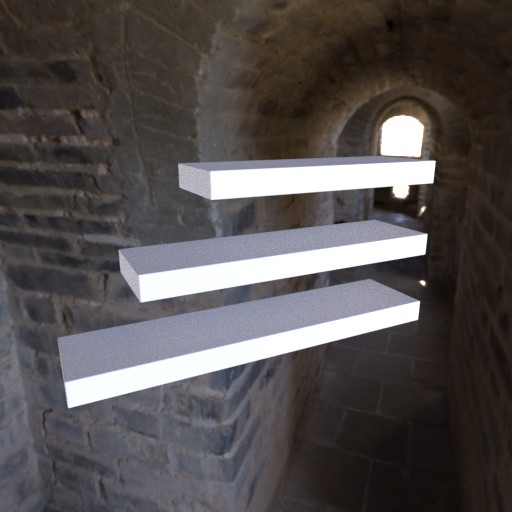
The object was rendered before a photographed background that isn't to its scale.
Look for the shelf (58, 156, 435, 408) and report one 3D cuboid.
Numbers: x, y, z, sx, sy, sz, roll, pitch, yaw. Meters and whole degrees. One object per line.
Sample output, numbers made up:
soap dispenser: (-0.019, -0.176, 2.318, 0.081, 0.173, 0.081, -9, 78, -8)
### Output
shelf: (0.000, 0.000, 0.719, 0.610, 0.293, 0.140, -8, 18, -25)
